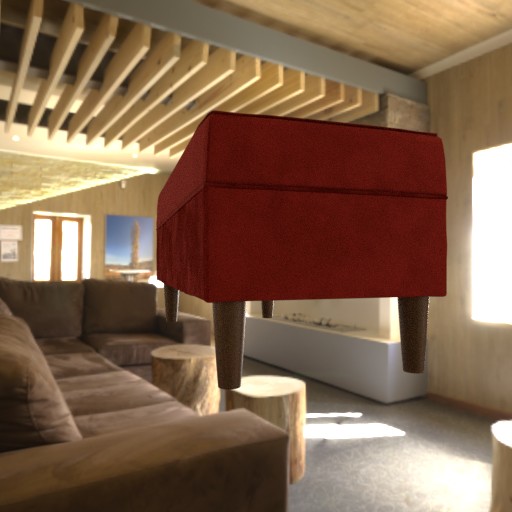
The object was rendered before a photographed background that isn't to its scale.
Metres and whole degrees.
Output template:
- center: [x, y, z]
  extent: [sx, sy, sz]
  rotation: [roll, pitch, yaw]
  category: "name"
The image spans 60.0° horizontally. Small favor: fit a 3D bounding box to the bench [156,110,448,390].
- center: [0.000, 0.000, 1.266]
  extent: [0.492, 0.471, 1.016]
  rotation: [0, -1, -17]
  category: "bench"
